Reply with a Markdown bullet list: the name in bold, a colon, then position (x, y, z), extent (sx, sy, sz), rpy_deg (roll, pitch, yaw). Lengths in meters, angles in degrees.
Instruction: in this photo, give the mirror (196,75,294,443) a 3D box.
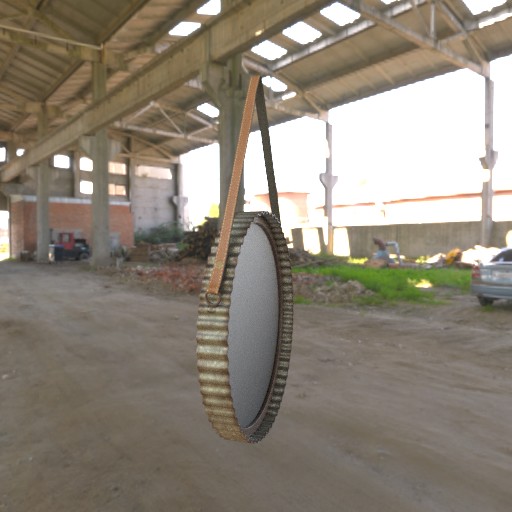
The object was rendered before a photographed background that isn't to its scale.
- **mirror**: position (0.000, 0.000, 0.707), extent (0.042, 0.568, 0.355), rpy_deg (0, 2, 18)
